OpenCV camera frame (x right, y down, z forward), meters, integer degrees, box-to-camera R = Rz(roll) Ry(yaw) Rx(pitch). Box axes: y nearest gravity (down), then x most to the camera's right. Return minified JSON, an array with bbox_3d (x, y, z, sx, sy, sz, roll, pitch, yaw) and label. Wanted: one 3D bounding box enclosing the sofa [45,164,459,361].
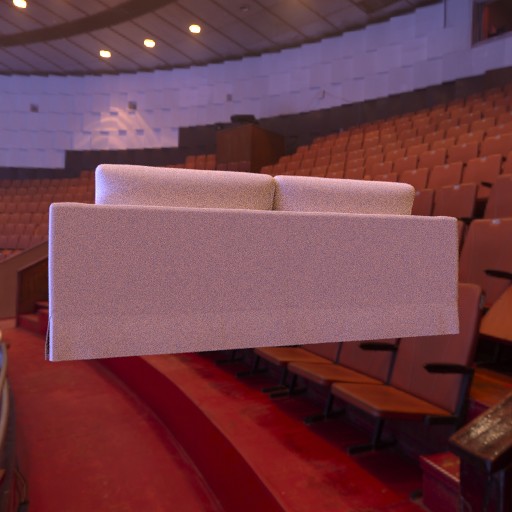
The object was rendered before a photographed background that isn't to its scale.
[{"bbox_3d":[0.000,0.000,2.624,2.163,0.881,0.954,0,0,-19],"label":"sofa"}]
